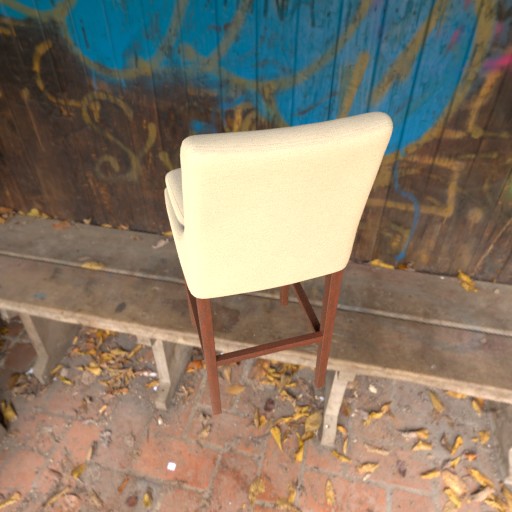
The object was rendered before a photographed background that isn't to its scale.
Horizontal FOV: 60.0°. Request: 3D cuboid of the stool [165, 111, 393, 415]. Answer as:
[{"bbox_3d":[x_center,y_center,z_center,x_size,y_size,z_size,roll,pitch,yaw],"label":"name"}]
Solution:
[{"bbox_3d":[0.000,0.000,1.357,0.470,1.078,0.577,-11,43,-12],"label":"stool"}]
